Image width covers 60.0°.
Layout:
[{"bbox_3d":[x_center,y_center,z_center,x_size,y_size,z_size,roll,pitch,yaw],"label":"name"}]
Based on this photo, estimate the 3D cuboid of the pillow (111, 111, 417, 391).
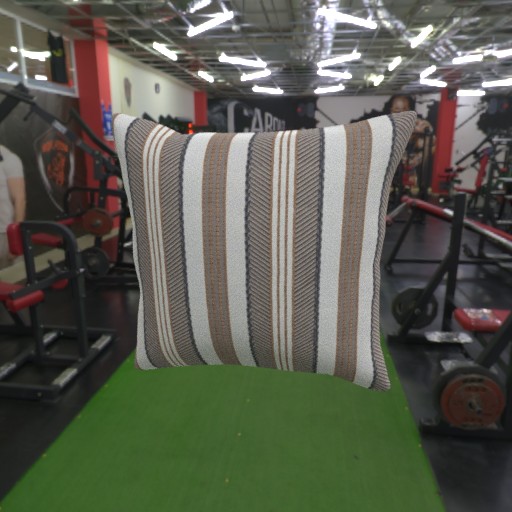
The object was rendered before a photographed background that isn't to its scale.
[{"bbox_3d":[0.000,0.000,0.646,0.416,0.401,0.173,2,15,9],"label":"pillow"}]
